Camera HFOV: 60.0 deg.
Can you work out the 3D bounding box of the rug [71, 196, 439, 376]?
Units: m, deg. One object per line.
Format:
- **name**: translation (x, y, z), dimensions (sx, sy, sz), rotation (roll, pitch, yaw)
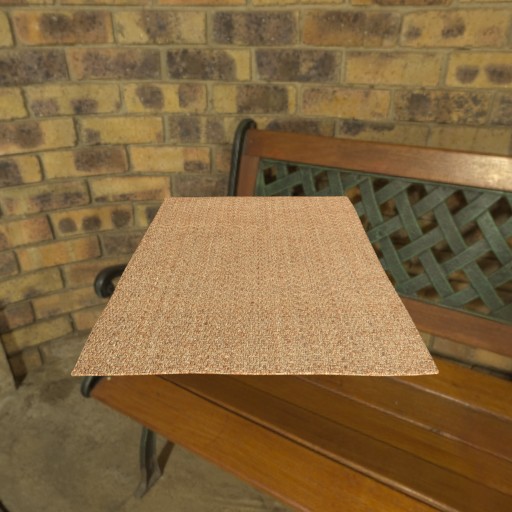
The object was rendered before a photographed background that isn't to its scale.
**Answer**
- **rug**: translation (0.000, 0.000, 2.776), dimensions (1.566, 0.013, 2.141), rotation (0, 28, 0)
